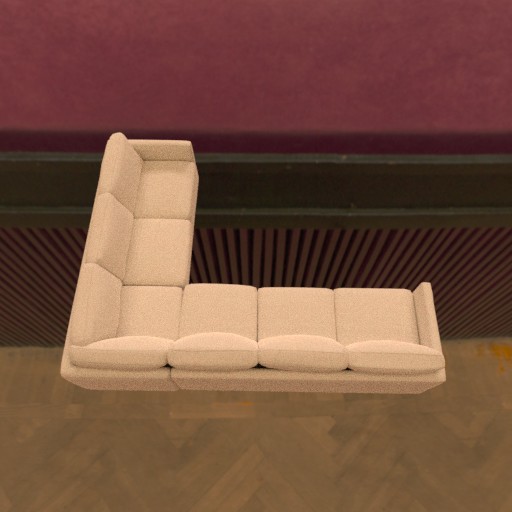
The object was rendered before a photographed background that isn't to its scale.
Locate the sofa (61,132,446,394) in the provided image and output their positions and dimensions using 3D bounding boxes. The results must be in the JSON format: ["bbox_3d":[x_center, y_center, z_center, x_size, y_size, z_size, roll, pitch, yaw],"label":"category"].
[{"bbox_3d":[0.000,0.000,4.488,3.302,0.947,2.593,1,64,0],"label":"sofa"}]
